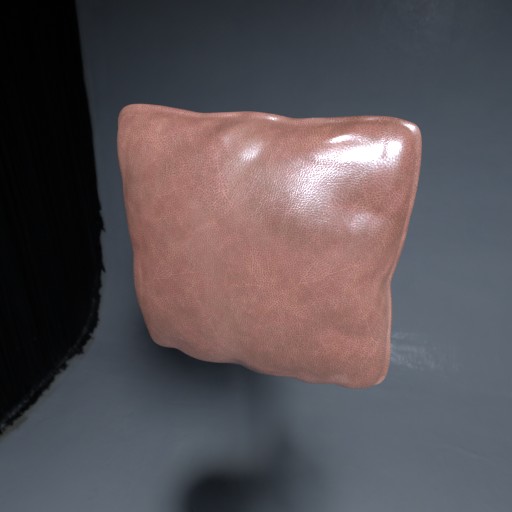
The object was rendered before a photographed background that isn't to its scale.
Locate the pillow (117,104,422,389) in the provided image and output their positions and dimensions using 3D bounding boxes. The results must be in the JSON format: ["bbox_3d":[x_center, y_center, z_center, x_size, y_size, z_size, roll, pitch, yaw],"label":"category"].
[{"bbox_3d":[0.000,0.000,0.828,0.532,0.523,0.236,8,28,16],"label":"pillow"}]
